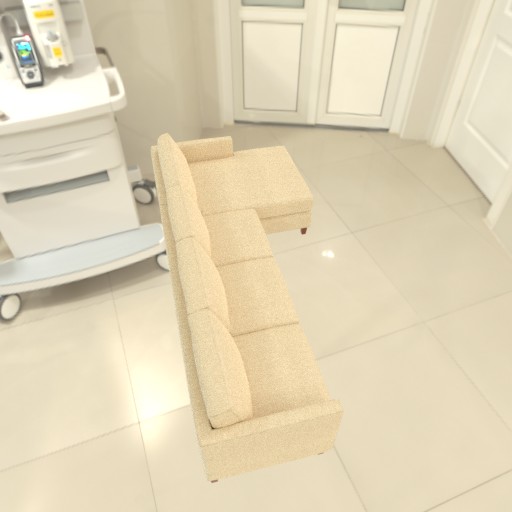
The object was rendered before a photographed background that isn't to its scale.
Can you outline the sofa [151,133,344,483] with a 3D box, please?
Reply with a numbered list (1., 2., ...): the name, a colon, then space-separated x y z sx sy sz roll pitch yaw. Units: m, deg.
1. sofa: 0.000 0.000 4.121 1.603 0.954 3.471 -10 46 -10
